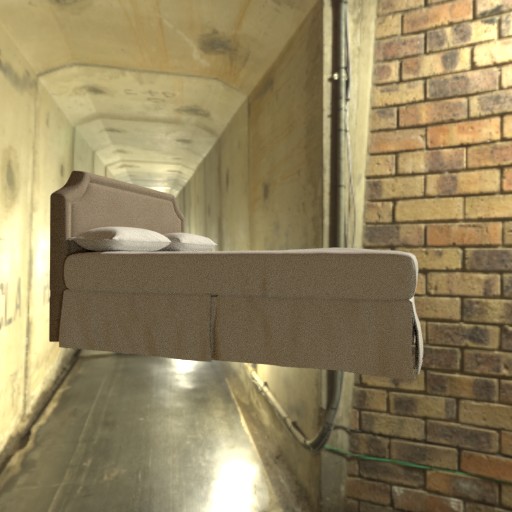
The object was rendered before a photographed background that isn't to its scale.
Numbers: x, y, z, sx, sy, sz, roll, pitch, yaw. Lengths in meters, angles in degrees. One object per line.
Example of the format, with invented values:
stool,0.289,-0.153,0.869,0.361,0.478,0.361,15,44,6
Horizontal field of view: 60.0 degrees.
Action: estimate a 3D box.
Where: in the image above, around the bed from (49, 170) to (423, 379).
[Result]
bed,0.000,0.000,3.587,2.498,1.293,1.977,0,0,19
